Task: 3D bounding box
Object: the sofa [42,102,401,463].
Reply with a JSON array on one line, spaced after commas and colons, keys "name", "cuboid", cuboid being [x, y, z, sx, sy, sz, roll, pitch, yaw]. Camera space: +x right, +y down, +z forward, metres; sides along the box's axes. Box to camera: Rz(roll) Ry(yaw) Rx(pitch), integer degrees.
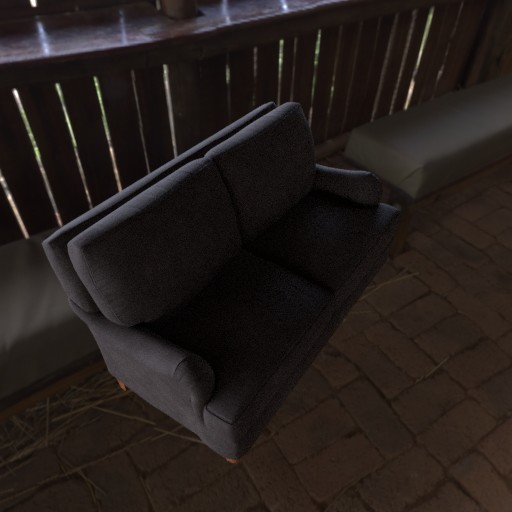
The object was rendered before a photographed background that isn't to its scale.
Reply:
[{"name": "sofa", "cuboid": [0.000, 0.000, 2.538, 1.084, 1.101, 1.853, 26, 49, 25]}]
